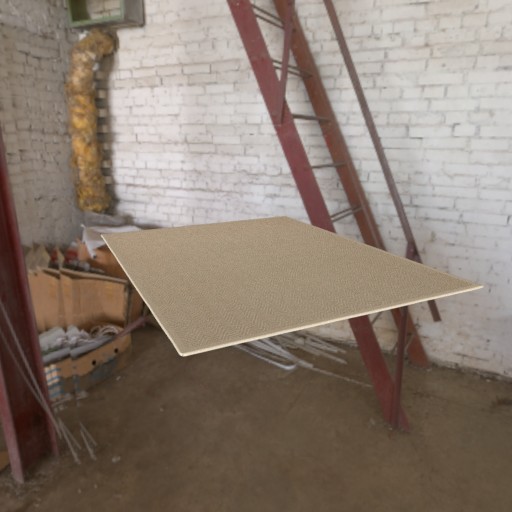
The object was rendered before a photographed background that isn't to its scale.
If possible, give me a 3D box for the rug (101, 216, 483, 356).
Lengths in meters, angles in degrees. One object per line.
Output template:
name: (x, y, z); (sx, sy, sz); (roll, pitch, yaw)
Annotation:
rug: (0.000, 0.000, 4.204); (2.407, 0.020, 3.051); (-8, 18, -25)
